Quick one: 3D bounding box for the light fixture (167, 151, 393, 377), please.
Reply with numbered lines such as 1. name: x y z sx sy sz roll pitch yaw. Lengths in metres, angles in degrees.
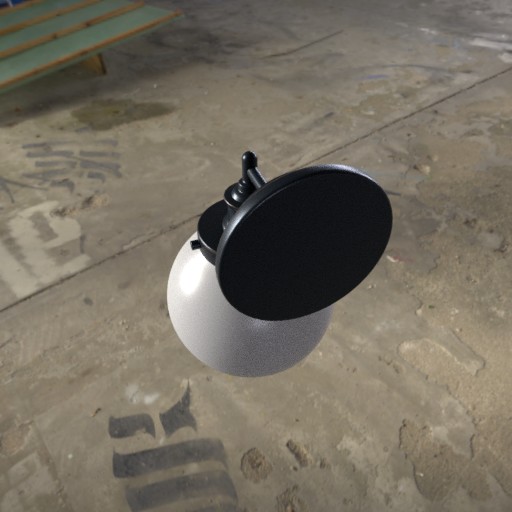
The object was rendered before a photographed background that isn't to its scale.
1. light fixture: 0.000 0.000 0.468 0.197 0.332 0.230 -14 44 -15
